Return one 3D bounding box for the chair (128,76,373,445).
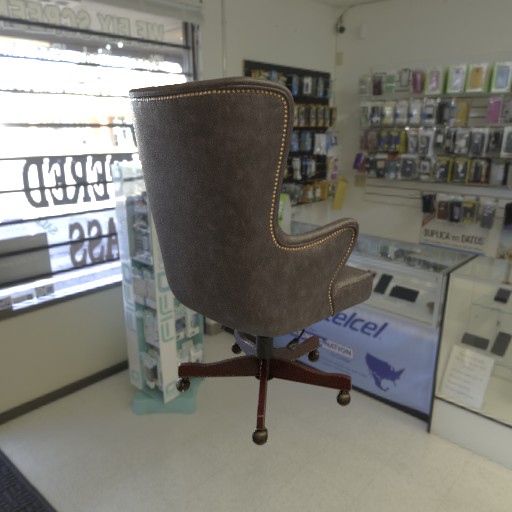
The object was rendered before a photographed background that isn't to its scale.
[{"bbox_3d":[0.000,0.000,1.473,0.717,1.037,0.594,-15,22,-42],"label":"chair"}]
